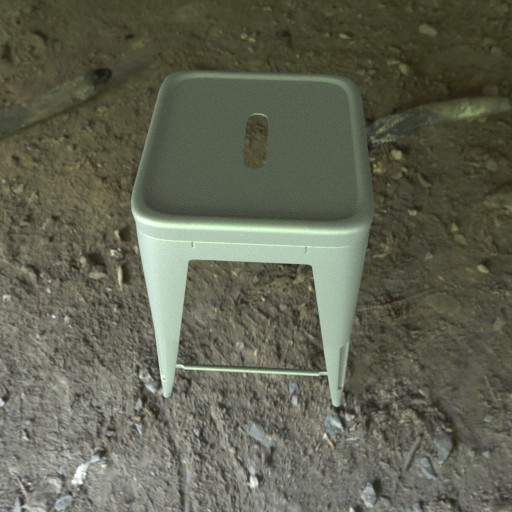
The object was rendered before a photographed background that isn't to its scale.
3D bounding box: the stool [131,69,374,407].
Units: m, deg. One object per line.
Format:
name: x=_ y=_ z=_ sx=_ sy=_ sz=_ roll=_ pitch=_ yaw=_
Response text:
stool: x=0.000 y=0.000 z=0.868 sx=0.410 sy=0.608 sz=0.410 roll=2 pitch=57 yaw=2
